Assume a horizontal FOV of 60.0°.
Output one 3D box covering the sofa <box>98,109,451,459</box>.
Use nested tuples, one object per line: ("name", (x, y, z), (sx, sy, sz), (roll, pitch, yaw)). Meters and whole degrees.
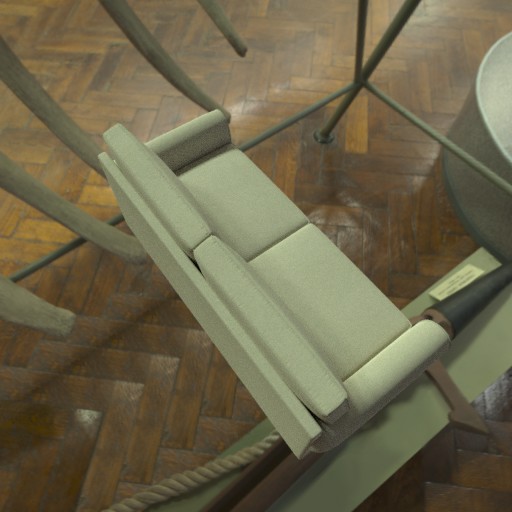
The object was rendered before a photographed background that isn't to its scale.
("sofa", (0.000, 0.000, 2.634), (0.901, 0.962, 2.146), (-33, 64, -18))
